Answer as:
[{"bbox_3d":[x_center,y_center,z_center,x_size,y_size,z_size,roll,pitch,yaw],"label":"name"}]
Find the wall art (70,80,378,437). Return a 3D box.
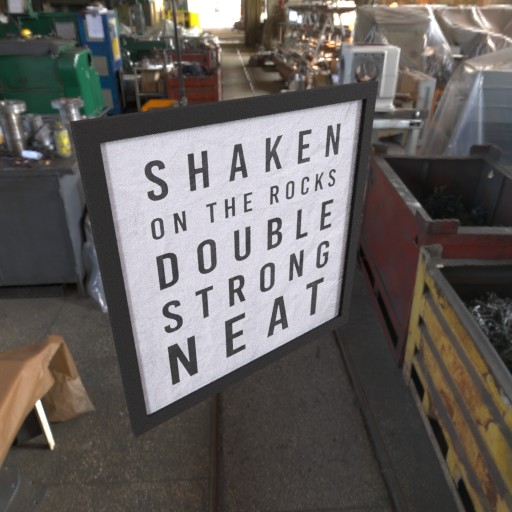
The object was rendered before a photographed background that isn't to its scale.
[{"bbox_3d":[0.000,0.000,0.669,0.456,0.458,0.013,-20,35,-32],"label":"wall art"}]
